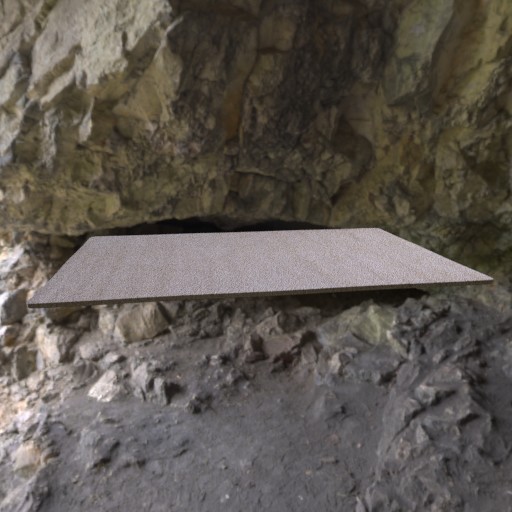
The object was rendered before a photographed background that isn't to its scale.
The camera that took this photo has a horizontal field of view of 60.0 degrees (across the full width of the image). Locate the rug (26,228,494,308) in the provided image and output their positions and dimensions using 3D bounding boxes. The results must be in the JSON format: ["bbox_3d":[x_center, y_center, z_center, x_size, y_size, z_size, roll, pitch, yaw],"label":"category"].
[{"bbox_3d":[0.000,0.000,2.891,2.349,0.026,1.500,-2,15,-9],"label":"rug"}]
